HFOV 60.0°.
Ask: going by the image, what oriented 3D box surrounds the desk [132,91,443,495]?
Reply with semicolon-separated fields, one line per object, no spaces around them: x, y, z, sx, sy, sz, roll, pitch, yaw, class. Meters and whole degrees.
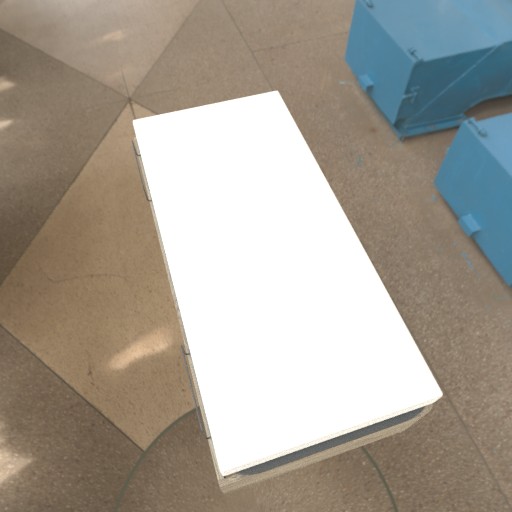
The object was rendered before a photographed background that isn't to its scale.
0.000;0.000;2.216;0.900;0.455;1.900;-15;58;-10;desk
